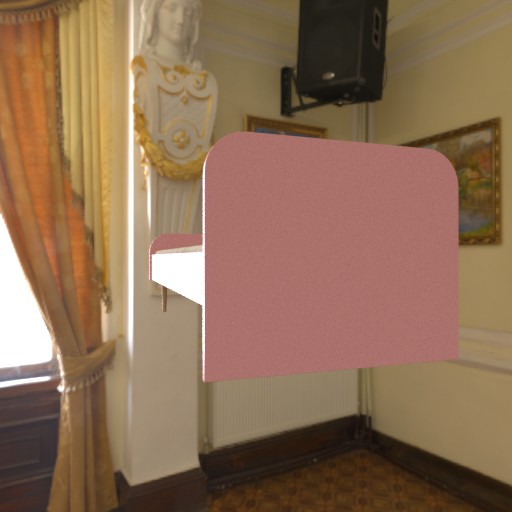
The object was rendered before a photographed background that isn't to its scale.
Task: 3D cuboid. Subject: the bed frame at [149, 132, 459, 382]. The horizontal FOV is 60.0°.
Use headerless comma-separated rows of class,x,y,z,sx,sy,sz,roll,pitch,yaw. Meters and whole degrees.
bed frame,0.000,0.000,2.489,0.998,0.805,1.963,0,0,-18
